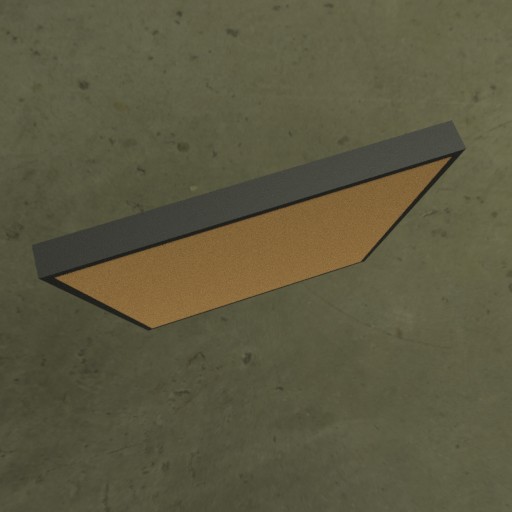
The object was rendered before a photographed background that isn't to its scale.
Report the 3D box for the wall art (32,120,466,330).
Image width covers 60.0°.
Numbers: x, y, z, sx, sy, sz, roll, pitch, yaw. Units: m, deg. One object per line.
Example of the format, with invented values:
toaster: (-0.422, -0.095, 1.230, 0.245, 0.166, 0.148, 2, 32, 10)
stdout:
wall art: (0.000, 0.000, 0.751, 0.509, 0.509, 0.040, -17, 75, -5)
